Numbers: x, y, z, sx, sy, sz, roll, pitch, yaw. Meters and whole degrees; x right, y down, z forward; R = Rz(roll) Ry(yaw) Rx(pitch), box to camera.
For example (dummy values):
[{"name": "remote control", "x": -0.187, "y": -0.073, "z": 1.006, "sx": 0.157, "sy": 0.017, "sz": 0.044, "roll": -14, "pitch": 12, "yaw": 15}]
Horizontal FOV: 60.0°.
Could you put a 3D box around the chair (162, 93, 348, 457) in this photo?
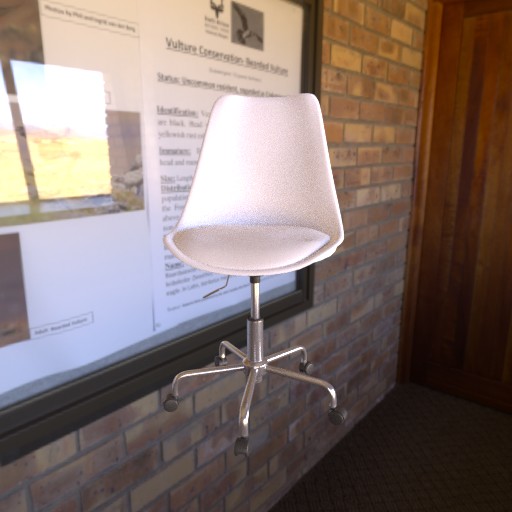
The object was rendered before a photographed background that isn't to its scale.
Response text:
[{"name": "chair", "x": 0.000, "y": 0.000, "z": 1.270, "sx": 0.550, "sy": 0.930, "sz": 0.550, "roll": 2, "pitch": 14, "yaw": 8}]
